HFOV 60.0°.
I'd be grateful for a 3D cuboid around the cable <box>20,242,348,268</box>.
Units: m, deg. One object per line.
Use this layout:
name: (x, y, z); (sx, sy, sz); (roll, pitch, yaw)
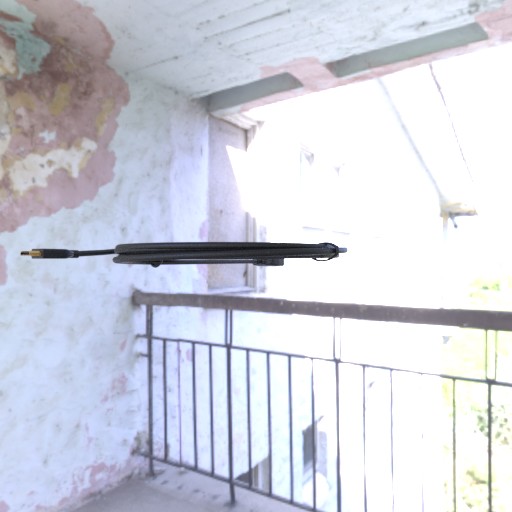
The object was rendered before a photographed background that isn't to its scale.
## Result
cable: (0.000, 0.000, 0.507); (0.257, 0.030, 0.422); (0, 0, 35)
